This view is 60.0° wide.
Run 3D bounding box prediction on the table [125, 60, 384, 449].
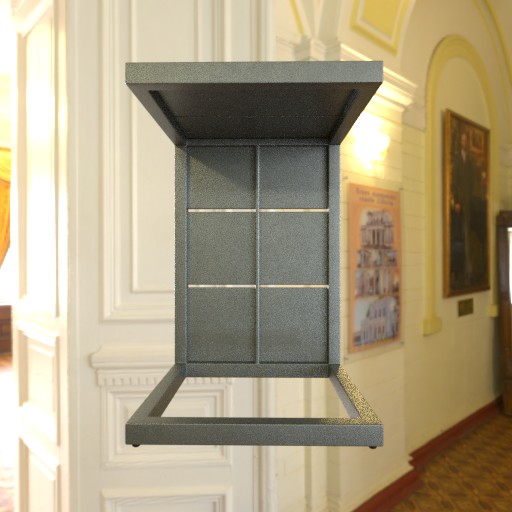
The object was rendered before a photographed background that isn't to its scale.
[{"bbox_3d":[0.000,0.000,0.903,0.405,0.609,0.420,0,0,1],"label":"table"}]
